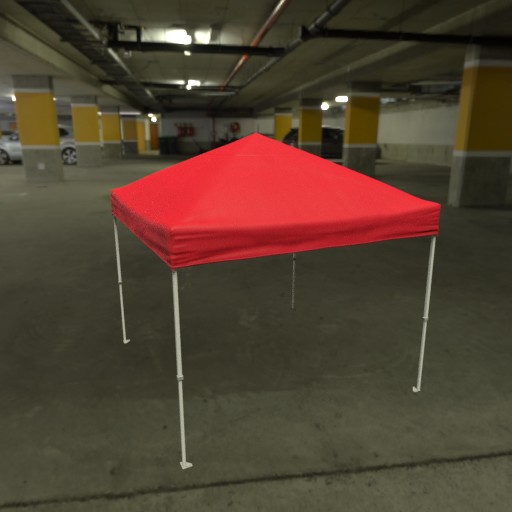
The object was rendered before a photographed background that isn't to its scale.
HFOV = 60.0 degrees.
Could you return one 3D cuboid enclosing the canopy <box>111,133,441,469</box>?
[{"bbox_3d":[0.000,0.000,5.601,2.998,2.997,2.996,-7,17,-25],"label":"canopy"}]
